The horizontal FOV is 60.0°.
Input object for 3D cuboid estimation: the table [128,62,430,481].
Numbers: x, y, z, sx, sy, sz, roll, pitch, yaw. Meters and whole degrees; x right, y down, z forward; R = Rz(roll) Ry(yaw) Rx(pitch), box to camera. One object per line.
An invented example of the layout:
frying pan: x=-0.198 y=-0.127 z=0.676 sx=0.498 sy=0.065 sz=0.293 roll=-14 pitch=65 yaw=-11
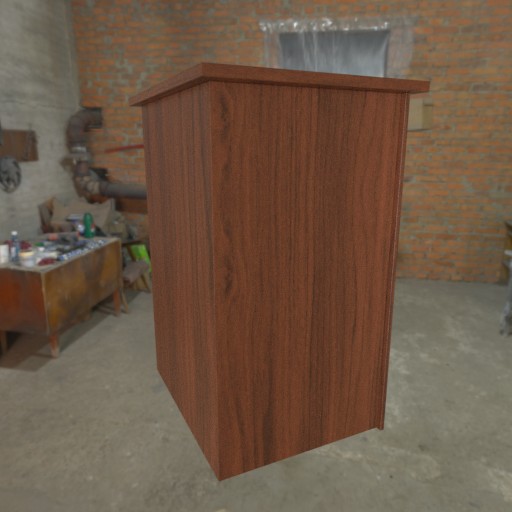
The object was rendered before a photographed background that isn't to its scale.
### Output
table: x=0.000 y=0.000 z=0.907 sx=0.381 sy=0.636 sz=0.480 roll=-7 pitch=15 yaw=-25
